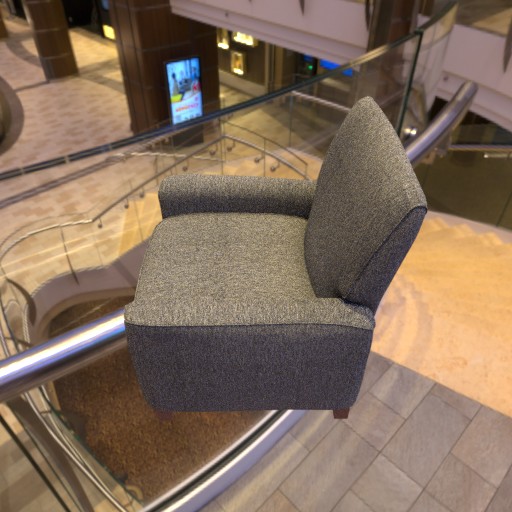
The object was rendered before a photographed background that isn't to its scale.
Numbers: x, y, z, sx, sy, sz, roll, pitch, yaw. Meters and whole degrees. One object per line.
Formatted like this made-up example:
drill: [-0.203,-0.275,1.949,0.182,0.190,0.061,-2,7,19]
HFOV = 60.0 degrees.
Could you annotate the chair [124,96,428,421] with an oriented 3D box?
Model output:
chair: [0.000,0.000,1.639,0.864,1.014,0.848,0,41,0]
